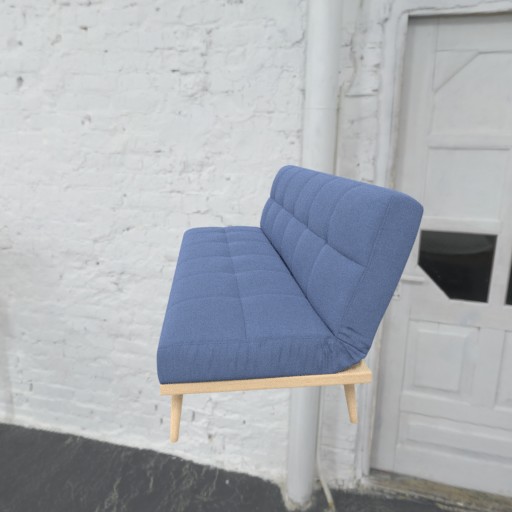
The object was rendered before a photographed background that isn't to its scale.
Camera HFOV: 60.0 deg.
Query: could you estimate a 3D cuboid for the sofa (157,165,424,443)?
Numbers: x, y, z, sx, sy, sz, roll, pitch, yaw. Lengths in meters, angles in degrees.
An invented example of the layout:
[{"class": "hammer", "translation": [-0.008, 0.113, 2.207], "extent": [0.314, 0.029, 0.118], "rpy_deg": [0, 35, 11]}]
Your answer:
[{"class": "sofa", "translation": [0.000, 0.000, 2.174], "extent": [0.796, 0.800, 1.800], "rpy_deg": [-2, 14, -6]}]
